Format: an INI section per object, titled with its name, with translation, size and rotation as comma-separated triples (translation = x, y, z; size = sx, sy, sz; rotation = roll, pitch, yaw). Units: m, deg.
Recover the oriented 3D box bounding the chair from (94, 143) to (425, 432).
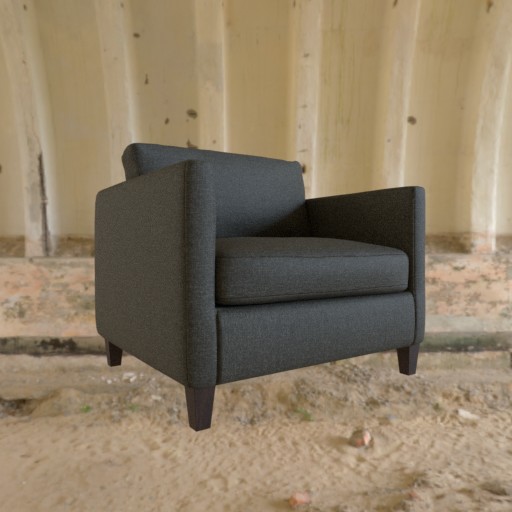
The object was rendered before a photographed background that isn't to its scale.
[chair]
translation = 0.000, 0.000, 1.866
size = 1.107, 0.963, 0.959
rotation = -1, 2, -35
